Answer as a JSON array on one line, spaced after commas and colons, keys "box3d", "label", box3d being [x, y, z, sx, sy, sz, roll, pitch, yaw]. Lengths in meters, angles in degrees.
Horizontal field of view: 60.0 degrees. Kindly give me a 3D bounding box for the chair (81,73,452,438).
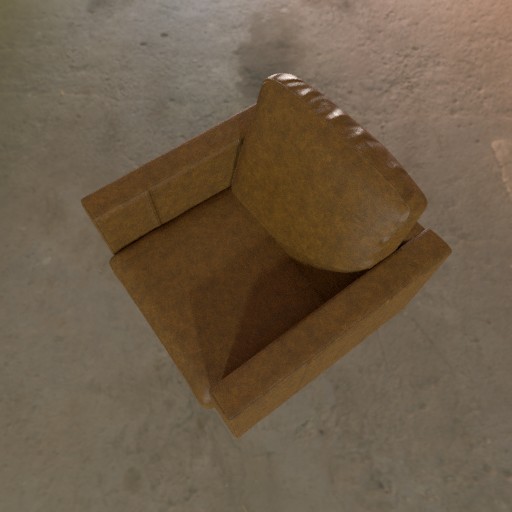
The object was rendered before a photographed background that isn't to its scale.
[{"box3d": [0.000, 0.000, 1.631, 0.909, 0.956, 0.890, -33, 68, -16], "label": "chair"}]
